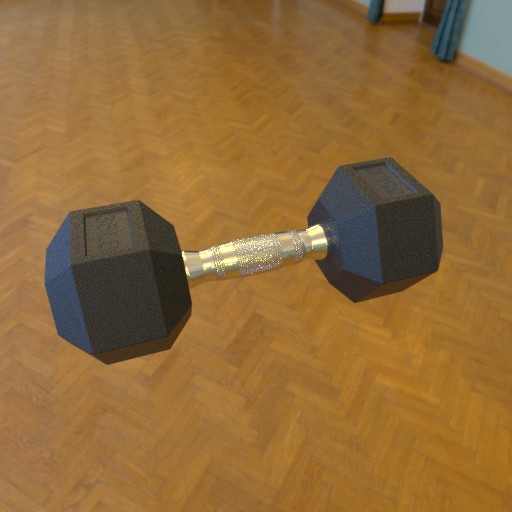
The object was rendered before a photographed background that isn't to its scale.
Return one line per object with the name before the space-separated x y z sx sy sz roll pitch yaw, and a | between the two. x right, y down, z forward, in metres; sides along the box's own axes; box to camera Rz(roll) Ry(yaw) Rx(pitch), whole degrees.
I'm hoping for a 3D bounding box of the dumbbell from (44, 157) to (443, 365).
dumbbell | 0.000 0.000 0.422 0.356 0.123 0.141 -12 42 -13
